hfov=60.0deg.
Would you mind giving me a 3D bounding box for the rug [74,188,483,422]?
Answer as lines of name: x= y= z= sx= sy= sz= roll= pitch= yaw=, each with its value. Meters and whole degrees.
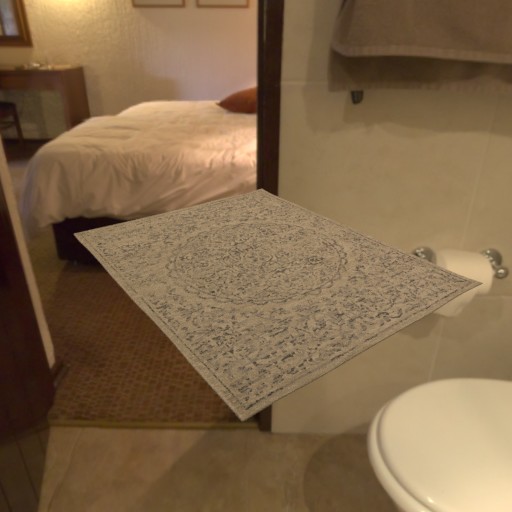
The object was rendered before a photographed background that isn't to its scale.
rug: x=0.000 y=0.000 z=3.963 sx=2.343 sy=0.026 sz=2.925 roll=-19 pitch=32 yaw=-32
